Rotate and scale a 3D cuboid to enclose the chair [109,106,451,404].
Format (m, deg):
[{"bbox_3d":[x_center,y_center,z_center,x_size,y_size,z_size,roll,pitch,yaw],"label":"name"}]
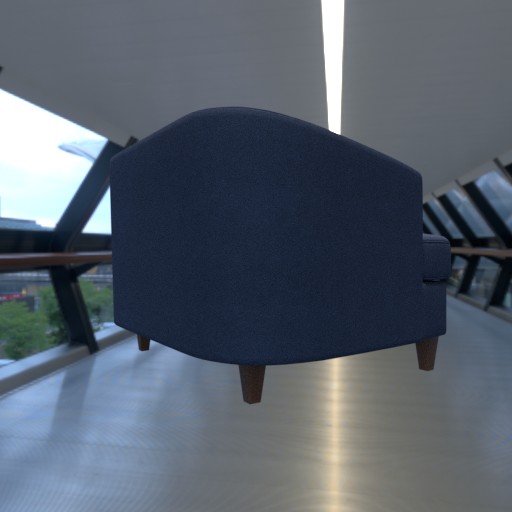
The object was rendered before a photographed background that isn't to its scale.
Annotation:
[{"bbox_3d":[0.000,0.000,1.718,0.914,0.787,1.118,0,0,-35],"label":"chair"}]
